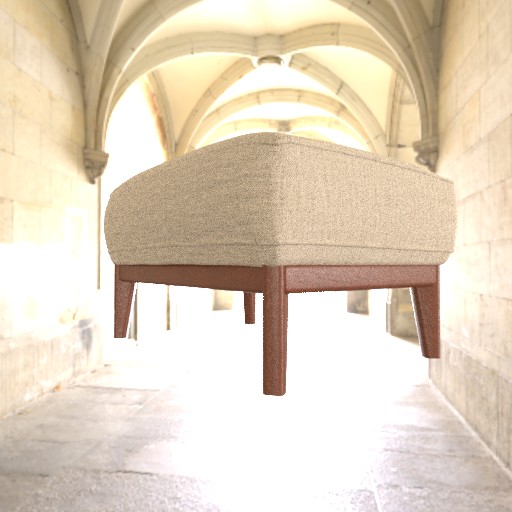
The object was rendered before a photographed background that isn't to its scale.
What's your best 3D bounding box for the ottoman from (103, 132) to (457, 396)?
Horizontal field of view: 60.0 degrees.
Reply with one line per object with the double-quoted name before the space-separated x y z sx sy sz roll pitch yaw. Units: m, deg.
"ottoman" 0.000 0.000 1.146 0.594 0.465 0.794 1 -1 -37
